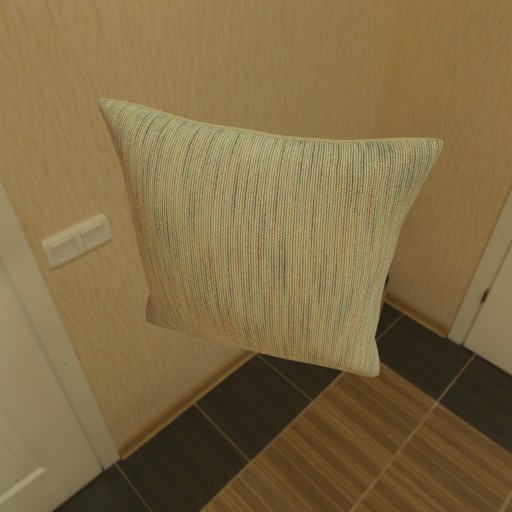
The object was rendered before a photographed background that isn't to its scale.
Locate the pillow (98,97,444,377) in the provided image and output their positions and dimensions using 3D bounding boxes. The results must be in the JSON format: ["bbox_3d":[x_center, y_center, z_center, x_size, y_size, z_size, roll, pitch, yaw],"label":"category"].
[{"bbox_3d":[0.000,0.000,0.782,0.512,0.506,0.178,11,42,12],"label":"pillow"}]
